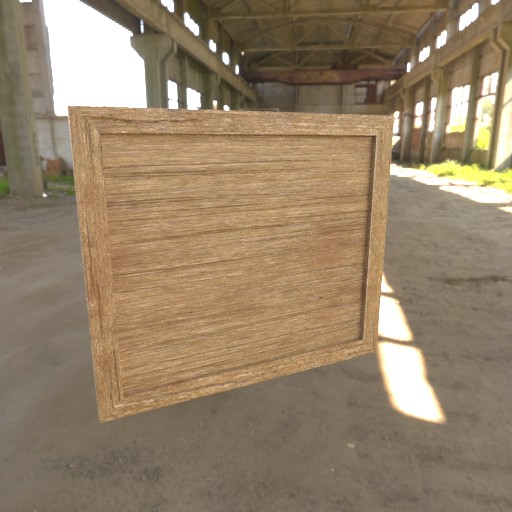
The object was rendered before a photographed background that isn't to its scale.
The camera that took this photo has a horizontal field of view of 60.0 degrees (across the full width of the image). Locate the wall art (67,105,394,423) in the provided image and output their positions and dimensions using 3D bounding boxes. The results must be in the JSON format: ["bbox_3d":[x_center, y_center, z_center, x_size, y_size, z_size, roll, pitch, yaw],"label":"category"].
[{"bbox_3d":[0.000,0.000,0.948,0.690,0.588,0.026,-7,16,-25],"label":"wall art"}]
